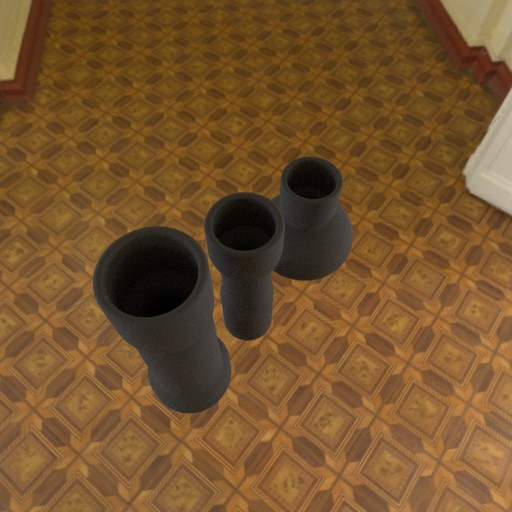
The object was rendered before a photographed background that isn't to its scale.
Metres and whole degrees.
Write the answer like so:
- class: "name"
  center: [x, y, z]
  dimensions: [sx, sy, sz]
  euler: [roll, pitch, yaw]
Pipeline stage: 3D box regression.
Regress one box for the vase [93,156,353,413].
- class: "vase"
  center: [0.000, 0.000, 0.437]
  dimensions: [0.120, 0.249, 0.307]
  euler: [33, 64, 19]
